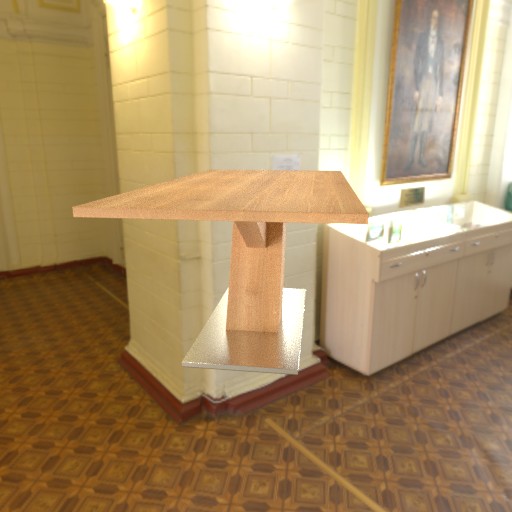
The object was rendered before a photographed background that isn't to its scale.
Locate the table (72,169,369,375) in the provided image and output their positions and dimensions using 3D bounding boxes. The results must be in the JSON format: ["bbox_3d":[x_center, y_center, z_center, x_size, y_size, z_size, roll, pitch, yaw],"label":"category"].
[{"bbox_3d":[0.000,0.000,2.274,0.900,0.750,1.800,2,15,8],"label":"table"}]
